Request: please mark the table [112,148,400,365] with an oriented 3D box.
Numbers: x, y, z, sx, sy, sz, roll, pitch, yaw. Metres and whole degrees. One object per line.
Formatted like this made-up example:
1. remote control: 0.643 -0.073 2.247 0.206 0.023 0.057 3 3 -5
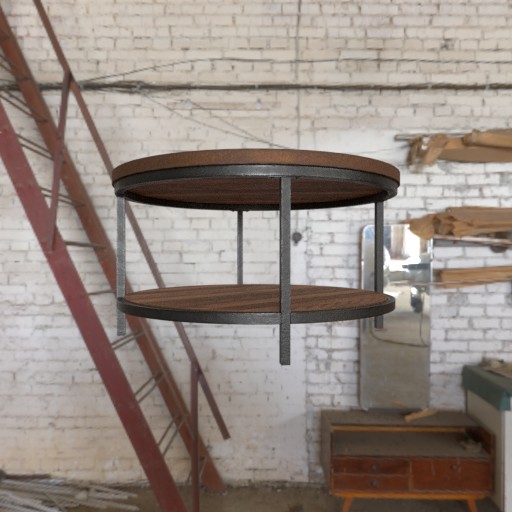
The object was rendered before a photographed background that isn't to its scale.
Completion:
1. table: 0.000 0.000 1.355 0.837 0.462 0.837 0 1 0
